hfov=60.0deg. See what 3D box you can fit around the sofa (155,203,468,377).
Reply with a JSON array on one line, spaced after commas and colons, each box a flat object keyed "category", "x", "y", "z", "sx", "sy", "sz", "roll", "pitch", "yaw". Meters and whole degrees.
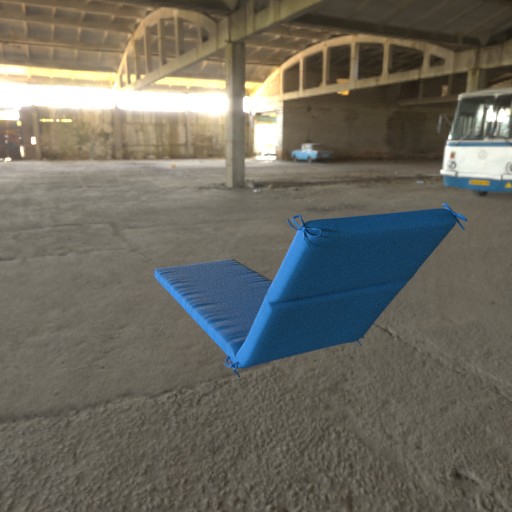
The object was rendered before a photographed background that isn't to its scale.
[{"category": "sofa", "x": 0.000, "y": 0.000, "z": 1.939, "sx": 0.582, "sy": 0.622, "sz": 1.663, "roll": -7, "pitch": 16, "yaw": -26}]
